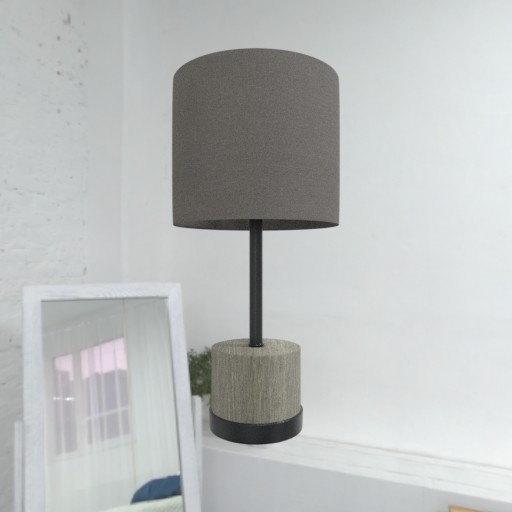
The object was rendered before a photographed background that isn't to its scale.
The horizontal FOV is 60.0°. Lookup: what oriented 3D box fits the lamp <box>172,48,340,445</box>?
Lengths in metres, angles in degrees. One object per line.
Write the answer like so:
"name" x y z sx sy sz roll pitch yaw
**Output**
"lamp" 0.000 0.000 0.614 0.229 0.470 0.229 0 0 -1
